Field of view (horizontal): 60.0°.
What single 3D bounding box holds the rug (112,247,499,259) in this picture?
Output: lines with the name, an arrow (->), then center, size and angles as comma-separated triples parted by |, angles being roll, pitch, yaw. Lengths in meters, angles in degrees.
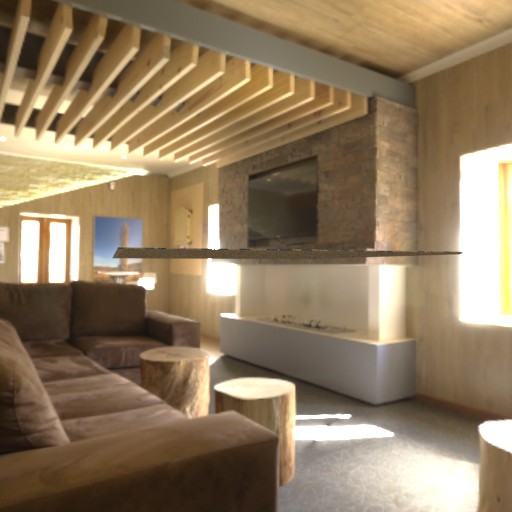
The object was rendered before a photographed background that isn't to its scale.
rug -> 0.000, 0.000, 3.988 | 2.435, 0.007, 3.007 | 0, -1, -18
